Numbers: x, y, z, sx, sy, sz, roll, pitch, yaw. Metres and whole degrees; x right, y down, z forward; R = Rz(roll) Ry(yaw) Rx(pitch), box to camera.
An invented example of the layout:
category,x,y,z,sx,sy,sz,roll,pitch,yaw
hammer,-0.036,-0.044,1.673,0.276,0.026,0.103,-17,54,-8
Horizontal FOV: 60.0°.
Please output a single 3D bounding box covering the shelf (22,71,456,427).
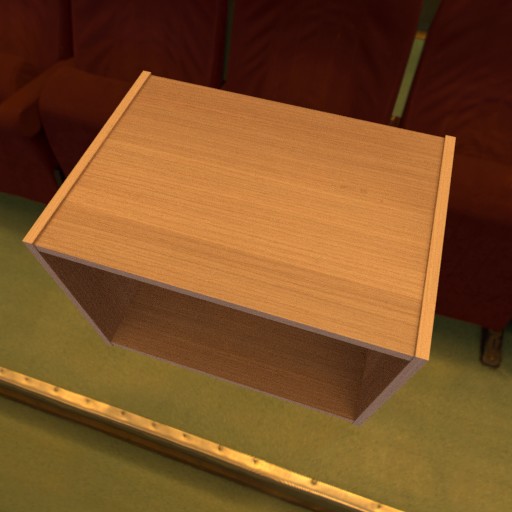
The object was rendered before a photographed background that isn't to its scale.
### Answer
category,x,y,z,sx,sy,sz,roll,pitch,yaw
shelf,0.000,0.000,0.626,0.415,0.305,0.290,15,60,9
